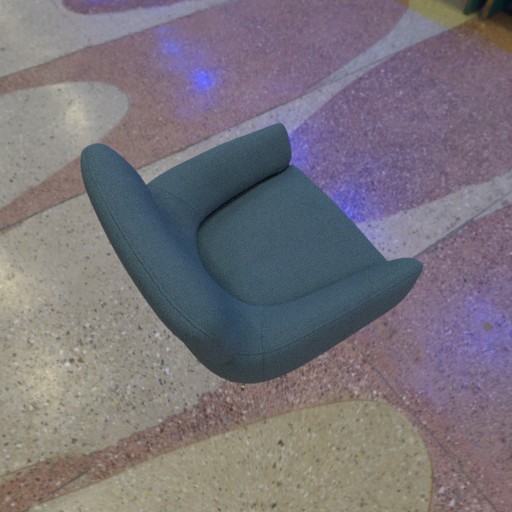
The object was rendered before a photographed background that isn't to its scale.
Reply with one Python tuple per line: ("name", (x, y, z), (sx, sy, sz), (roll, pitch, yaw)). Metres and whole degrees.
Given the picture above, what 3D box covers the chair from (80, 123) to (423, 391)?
("chair", (0.000, 0.000, 1.407), (0.761, 0.813, 0.738), (-29, 62, -17))
